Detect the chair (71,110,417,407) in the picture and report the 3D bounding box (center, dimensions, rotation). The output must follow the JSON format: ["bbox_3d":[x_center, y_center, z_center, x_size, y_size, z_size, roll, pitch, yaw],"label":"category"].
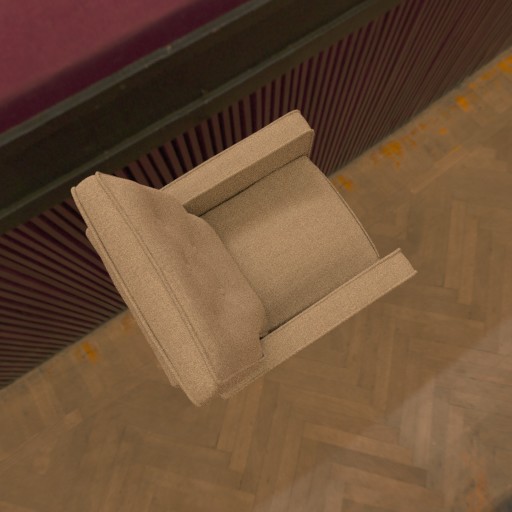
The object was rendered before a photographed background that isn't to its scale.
[{"bbox_3d":[0.000,0.000,1.423,0.754,0.888,0.648,-32,78,-7],"label":"chair"}]
